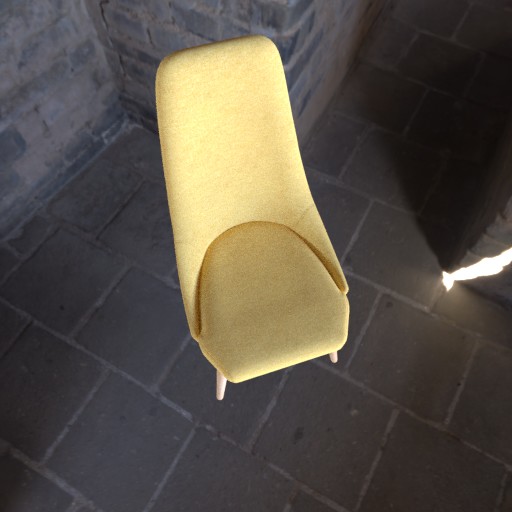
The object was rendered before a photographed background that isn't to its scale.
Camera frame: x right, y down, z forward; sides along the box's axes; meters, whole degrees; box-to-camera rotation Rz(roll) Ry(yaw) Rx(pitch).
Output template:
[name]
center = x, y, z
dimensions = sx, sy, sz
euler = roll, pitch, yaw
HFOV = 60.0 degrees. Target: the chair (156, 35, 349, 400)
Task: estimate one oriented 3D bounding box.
[chair]
center = 0.000, 0.000, 1.373
dimensions = 0.510, 1.040, 0.660
euler = -16, 65, -8
